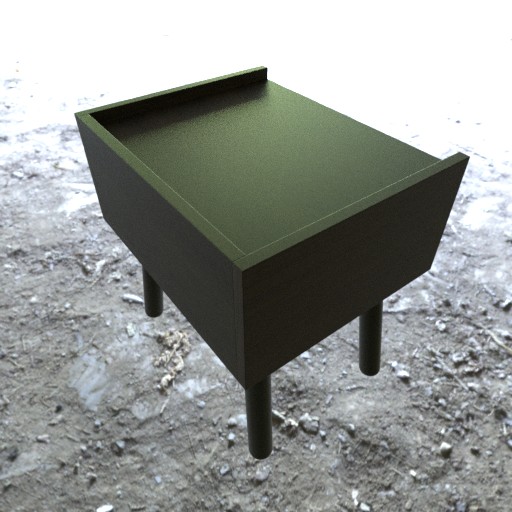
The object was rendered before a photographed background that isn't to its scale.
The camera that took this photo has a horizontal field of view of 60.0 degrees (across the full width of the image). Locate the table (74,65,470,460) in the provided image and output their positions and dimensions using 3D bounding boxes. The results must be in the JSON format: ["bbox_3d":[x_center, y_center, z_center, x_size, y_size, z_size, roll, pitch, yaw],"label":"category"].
[{"bbox_3d":[0.000,0.000,0.791,0.370,0.470,0.450,-26,48,-27],"label":"table"}]
